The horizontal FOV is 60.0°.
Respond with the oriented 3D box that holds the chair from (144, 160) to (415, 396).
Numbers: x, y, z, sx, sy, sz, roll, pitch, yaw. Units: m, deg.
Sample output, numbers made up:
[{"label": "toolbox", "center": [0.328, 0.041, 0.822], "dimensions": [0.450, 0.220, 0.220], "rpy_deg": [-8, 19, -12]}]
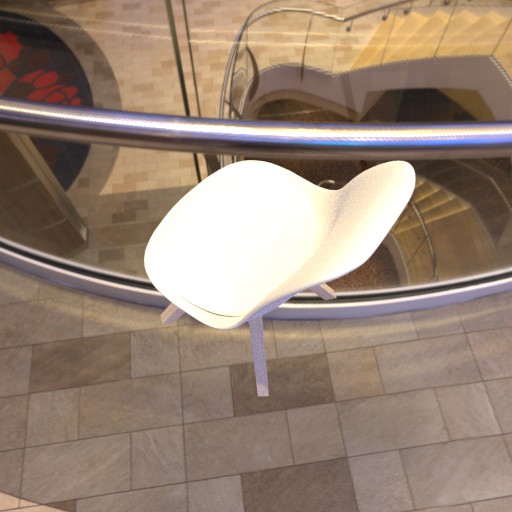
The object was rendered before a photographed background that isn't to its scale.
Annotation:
[{"label": "chair", "center": [0.000, 0.000, 1.171], "dimensions": [0.550, 0.850, 0.485], "rpy_deg": [33, 67, 16]}]
